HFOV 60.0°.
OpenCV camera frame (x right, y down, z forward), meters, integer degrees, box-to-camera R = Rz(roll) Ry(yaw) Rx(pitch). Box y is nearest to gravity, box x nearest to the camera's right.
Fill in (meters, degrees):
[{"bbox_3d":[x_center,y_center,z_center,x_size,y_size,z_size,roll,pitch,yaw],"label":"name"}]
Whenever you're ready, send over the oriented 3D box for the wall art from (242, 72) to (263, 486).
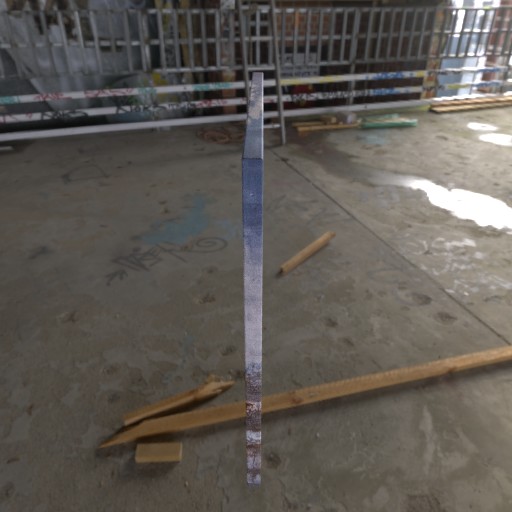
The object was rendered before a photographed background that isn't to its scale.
[{"bbox_3d":[0.000,0.000,1.328,0.035,0.897,0.888,0,31,1],"label":"wall art"}]
